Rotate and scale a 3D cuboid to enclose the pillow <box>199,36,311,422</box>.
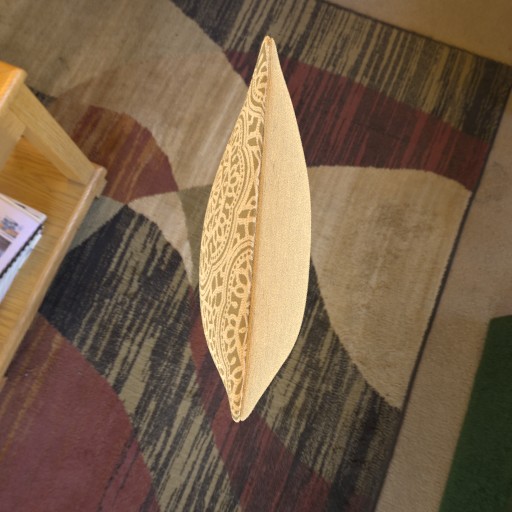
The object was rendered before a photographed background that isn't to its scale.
[{"bbox_3d":[0.000,0.000,0.674,0.167,0.421,0.438,4,77,1],"label":"pillow"}]
